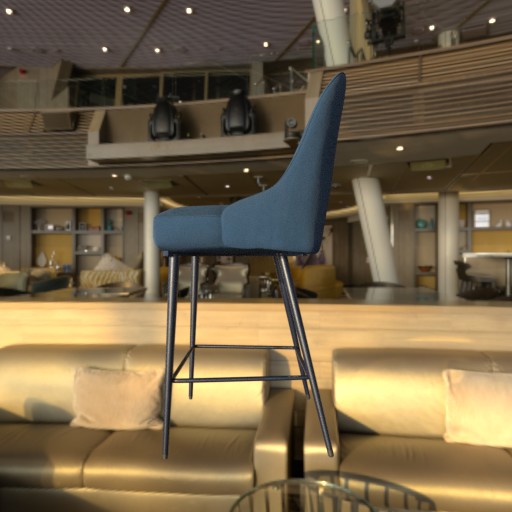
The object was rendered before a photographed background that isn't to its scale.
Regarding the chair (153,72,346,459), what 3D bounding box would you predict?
[{"bbox_3d":[0.000,0.000,1.235,0.489,0.927,0.526,0,0,-1],"label":"chair"}]
